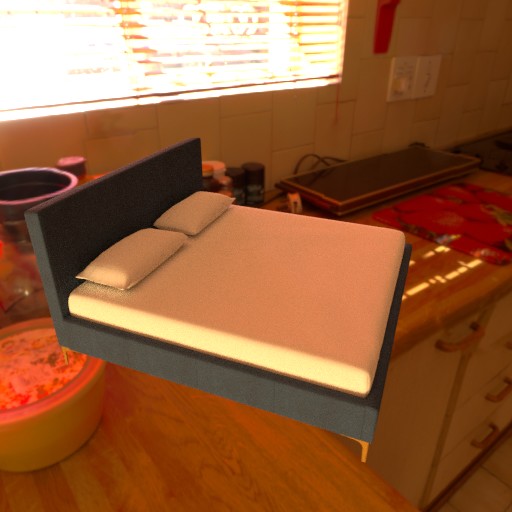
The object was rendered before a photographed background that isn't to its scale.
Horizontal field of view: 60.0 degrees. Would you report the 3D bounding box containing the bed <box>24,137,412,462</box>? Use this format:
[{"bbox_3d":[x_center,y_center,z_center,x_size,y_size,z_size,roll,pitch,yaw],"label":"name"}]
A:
[{"bbox_3d":[0.000,0.000,3.455,2.232,1.231,2.096,11,30,19],"label":"bed"}]
